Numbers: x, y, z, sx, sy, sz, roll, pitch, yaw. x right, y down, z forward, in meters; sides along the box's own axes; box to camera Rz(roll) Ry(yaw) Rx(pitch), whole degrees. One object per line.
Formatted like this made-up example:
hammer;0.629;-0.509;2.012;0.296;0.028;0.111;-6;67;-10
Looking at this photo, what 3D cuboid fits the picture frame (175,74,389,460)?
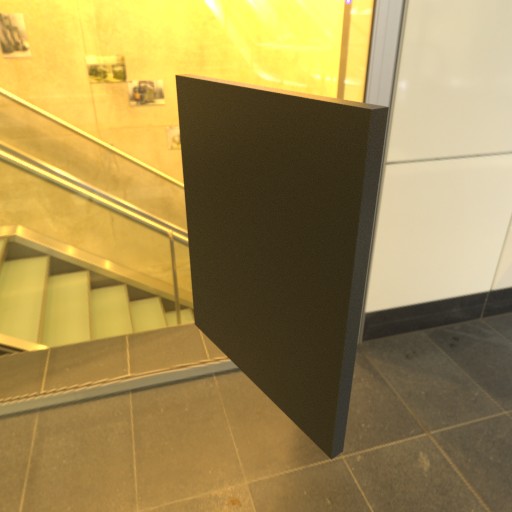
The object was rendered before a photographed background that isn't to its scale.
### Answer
picture frame;0.000;0.000;0.775;0.028;0.556;0.460;-19;33;-31
